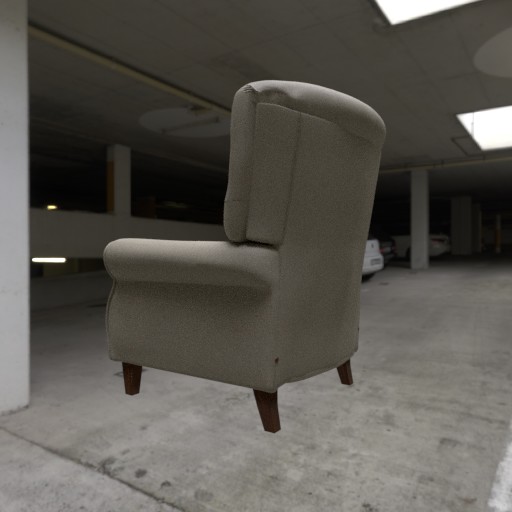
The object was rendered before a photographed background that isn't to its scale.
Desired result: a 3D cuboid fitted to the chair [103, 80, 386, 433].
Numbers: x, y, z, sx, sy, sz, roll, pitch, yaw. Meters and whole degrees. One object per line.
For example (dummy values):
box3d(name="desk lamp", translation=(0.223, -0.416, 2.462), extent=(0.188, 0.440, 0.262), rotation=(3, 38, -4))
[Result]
box3d(name="chair", translation=(0.000, 0.000, 1.896), extent=(1.059, 1.158, 0.943), rotation=(0, 0, 34))
